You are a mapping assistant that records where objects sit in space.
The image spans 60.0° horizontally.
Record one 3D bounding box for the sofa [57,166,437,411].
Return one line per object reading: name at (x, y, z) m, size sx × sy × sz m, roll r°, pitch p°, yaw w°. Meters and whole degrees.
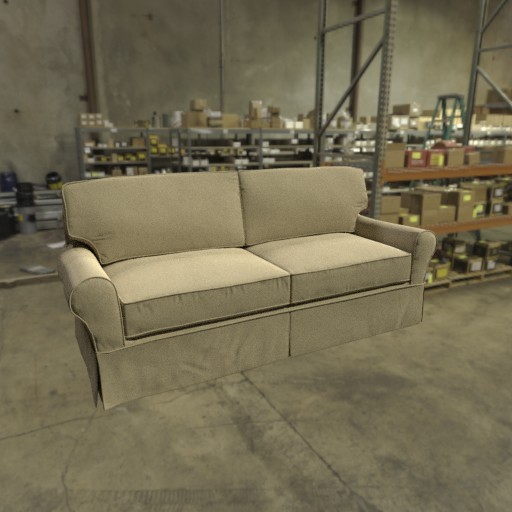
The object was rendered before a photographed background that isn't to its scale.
sofa at (0.000, 0.000, 2.760) m, size 2.246 × 1.014 × 0.900 m, roll -8°, pitch 18°, yaw -26°
